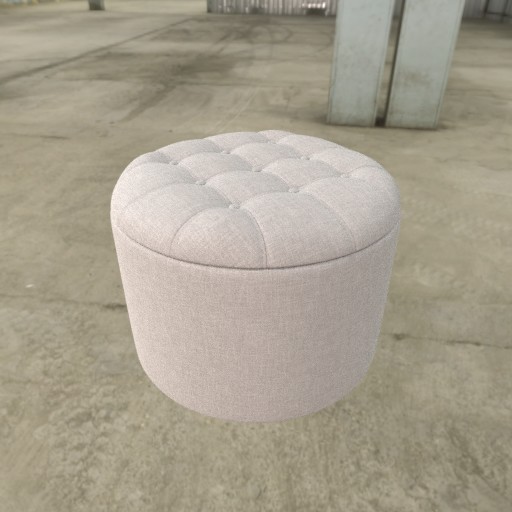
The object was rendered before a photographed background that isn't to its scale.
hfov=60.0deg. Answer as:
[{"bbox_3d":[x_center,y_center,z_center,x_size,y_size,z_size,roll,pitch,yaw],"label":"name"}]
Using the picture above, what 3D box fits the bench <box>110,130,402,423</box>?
[{"bbox_3d":[0.000,0.000,1.022,0.600,0.453,0.600,0,32,0],"label":"bench"}]
